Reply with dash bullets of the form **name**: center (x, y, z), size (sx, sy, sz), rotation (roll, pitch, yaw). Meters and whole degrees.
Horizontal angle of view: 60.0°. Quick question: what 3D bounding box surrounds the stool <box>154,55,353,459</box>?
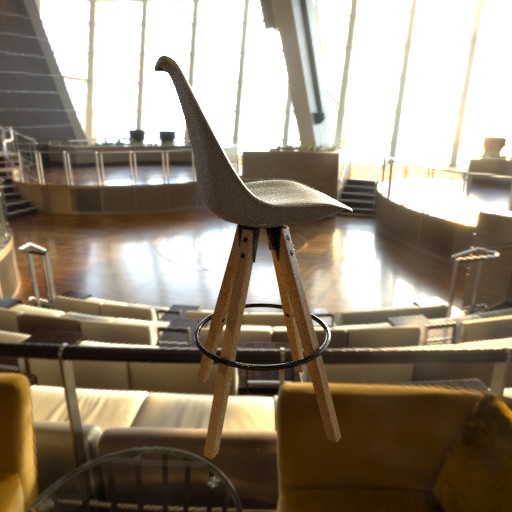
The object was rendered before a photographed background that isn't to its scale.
- **stool**: center (0.000, 0.000, 1.388), size (0.550, 1.115, 0.485), rotation (-3, 18, -10)
